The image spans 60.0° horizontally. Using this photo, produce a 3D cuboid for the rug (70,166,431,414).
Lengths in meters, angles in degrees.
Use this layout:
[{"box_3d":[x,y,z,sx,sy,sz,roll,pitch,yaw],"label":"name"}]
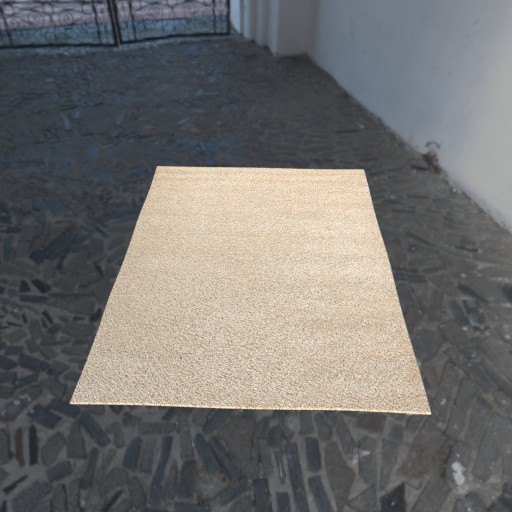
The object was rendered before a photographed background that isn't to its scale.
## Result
[{"box_3d":[0.000,0.000,4.047,2.400,0.026,3.000,1,43,1],"label":"rug"}]
